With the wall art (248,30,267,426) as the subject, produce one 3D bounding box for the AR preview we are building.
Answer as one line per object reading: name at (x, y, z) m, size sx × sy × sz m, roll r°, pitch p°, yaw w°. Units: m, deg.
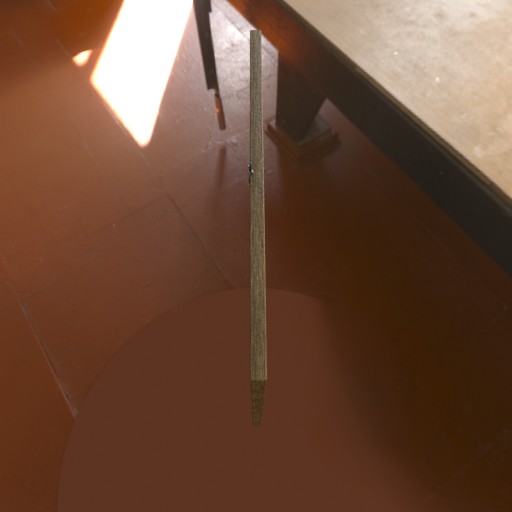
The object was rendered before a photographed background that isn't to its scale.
wall art at (0.000, 0.000, 0.845) m, size 0.021 × 0.582 × 0.561 m, roll 0°, pitch 64°, yaw 0°
